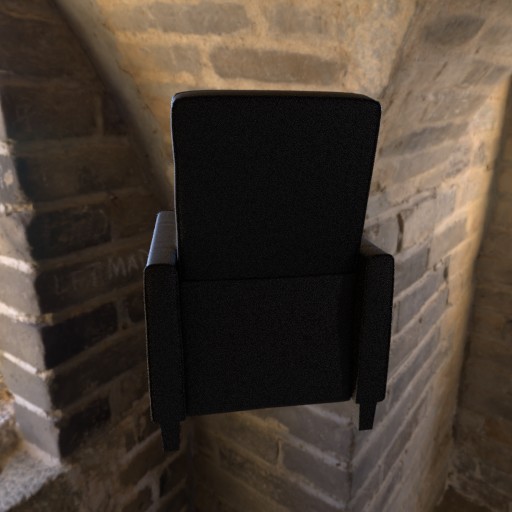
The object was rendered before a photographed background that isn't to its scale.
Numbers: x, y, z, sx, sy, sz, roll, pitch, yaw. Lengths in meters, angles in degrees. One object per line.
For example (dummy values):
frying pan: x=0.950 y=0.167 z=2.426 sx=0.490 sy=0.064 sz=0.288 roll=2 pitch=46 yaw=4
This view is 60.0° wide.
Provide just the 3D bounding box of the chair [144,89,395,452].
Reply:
chair: x=0.000 y=0.000 z=1.519 sx=0.705 sy=1.013 sz=0.746 roll=-2 pitch=15 yaw=-9
